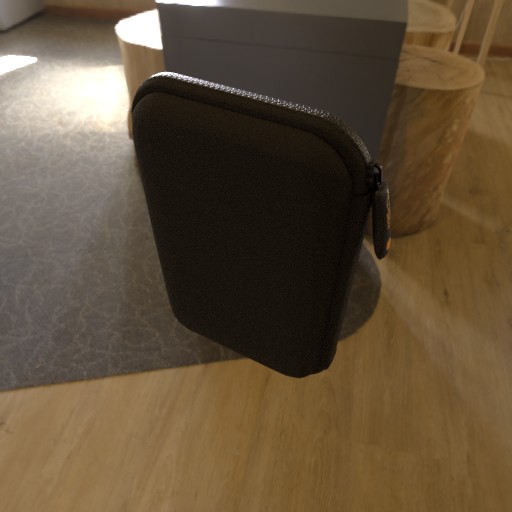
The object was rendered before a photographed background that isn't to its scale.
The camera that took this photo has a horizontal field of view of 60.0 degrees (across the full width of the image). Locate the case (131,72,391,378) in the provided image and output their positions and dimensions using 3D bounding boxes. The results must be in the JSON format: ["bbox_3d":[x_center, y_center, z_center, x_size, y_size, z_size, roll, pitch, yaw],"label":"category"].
[{"bbox_3d":[0.000,0.000,0.195,0.107,0.147,0.030,21,49,19],"label":"case"}]
